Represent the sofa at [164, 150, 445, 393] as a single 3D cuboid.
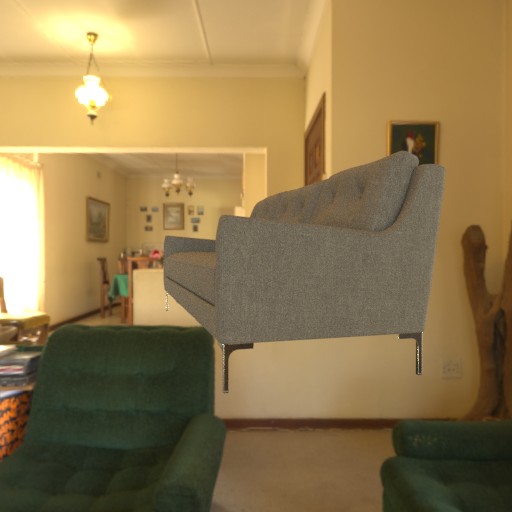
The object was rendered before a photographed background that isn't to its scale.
[{"bbox_3d":[0.000,0.000,2.468,0.849,0.837,2.060,0,1,-17],"label":"sofa"}]
